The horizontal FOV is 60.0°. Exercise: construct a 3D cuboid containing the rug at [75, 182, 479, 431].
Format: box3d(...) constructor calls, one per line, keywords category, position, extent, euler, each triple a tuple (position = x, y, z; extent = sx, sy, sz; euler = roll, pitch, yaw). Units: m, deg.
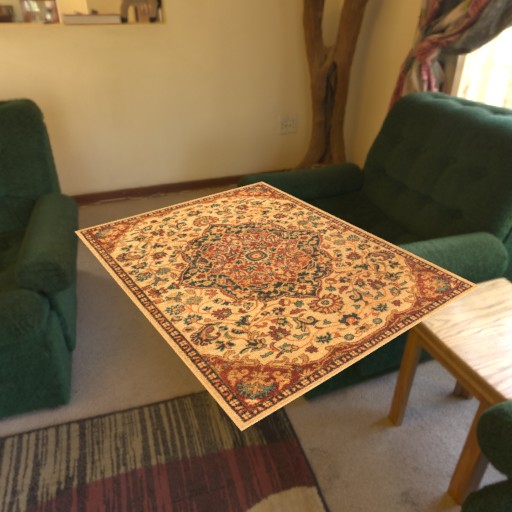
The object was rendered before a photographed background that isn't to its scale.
box3d(category="rug", position=(0.000, 0.000, 4.197), extent=(2.454, 0.005, 3.067), euler=(-20, 36, -31))
